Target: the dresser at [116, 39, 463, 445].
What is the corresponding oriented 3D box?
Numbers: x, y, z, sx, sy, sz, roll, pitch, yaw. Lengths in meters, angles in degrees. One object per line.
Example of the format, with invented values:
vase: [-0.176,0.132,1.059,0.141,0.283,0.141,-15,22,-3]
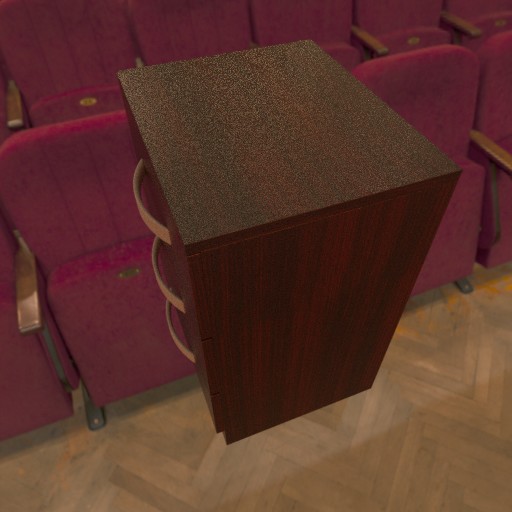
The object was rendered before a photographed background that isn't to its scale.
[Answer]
dresser: [0.000,0.000,0.802,0.360,0.560,0.400,-16,50,-14]
